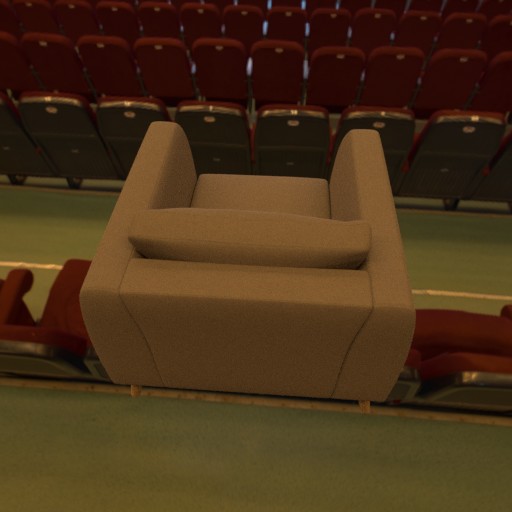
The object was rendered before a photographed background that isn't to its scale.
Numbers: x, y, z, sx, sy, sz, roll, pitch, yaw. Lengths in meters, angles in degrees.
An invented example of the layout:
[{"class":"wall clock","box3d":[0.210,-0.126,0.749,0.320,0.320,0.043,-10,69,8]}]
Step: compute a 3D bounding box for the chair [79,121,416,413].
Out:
[{"class":"chair","box3d":[0.000,0.000,1.729,1.000,0.860,0.930,3,48,3]}]
